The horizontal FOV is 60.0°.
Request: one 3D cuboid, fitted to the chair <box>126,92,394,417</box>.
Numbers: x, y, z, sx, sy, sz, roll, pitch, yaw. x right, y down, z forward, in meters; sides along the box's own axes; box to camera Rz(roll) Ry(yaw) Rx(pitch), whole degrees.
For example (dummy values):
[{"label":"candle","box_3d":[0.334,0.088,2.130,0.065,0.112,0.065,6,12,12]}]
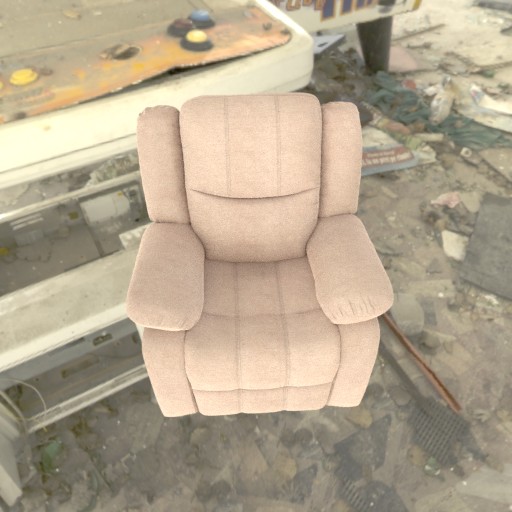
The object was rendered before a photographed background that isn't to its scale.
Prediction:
[{"label":"chair","box_3d":[0.000,0.000,1.751,0.899,1.008,0.944,-2,48,-2]}]
